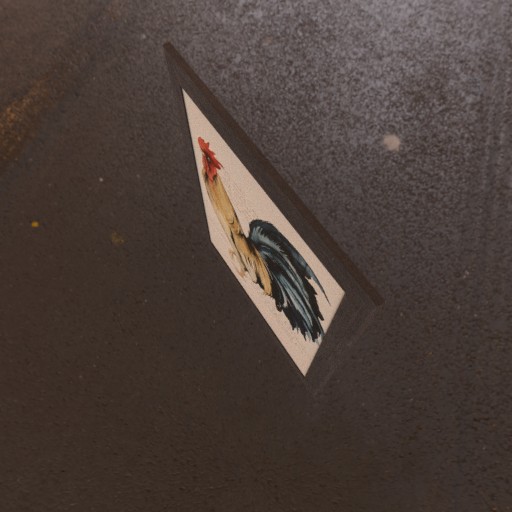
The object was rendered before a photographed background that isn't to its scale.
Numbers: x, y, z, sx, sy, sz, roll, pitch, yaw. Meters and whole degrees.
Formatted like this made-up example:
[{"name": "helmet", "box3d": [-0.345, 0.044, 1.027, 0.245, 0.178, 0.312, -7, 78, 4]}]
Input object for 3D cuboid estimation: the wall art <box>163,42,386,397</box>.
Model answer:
[{"name": "wall art", "box3d": [0.000, 0.000, 0.803, 0.013, 0.570, 0.476, -30, 67, -14]}]
